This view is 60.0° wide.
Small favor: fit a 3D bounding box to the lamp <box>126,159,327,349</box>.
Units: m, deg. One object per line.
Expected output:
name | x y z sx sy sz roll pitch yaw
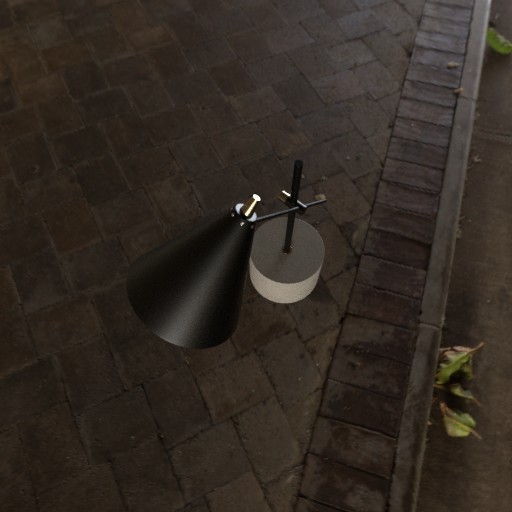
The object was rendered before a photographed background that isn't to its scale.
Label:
lamp | 0.000 0.000 0.712 0.403 0.518 0.214 -36 69 -16
